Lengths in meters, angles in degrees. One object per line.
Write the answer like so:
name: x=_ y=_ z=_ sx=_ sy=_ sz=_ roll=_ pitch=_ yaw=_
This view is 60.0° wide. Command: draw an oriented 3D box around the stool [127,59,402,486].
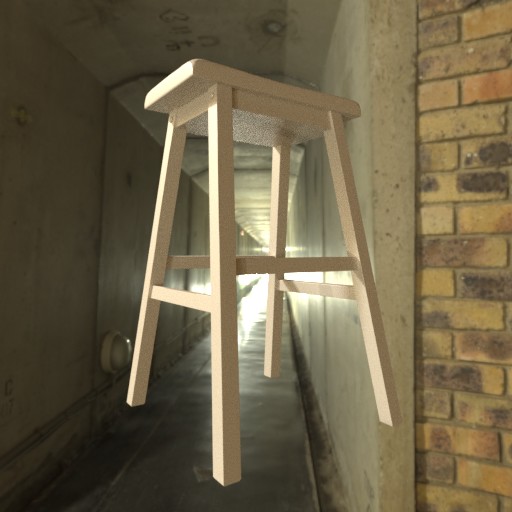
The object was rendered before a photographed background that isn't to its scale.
stool: x=0.000 y=0.000 z=1.036 sx=0.457 sy=0.737 sz=0.476 roll=-1 pitch=1 yaw=-35
